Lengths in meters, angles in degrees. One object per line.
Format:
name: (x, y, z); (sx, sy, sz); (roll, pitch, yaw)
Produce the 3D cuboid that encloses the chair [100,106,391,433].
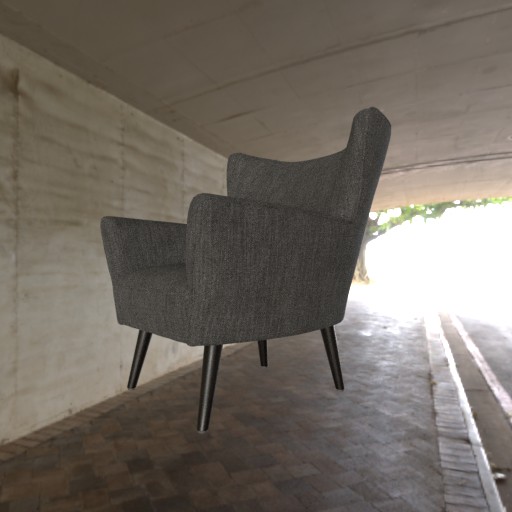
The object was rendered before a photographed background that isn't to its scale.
chair: (0.000, 0.000, 1.583); (0.888, 0.933, 0.781); (1, -1, -37)
